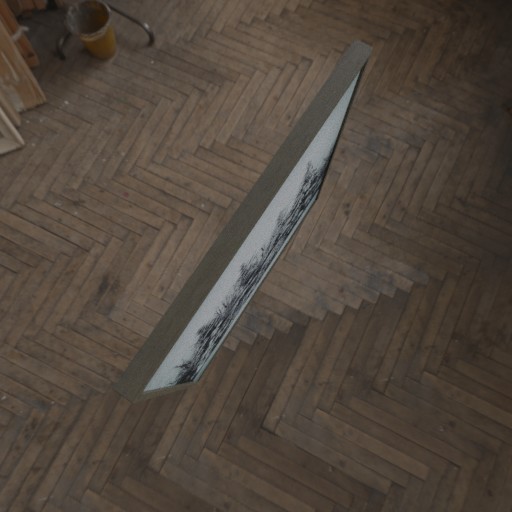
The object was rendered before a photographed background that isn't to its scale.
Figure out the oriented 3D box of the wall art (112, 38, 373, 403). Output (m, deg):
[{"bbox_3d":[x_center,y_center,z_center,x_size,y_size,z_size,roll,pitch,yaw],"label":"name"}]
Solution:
[{"bbox_3d":[0.000,0.000,1.126,0.039,0.758,0.758,32,78,8],"label":"wall art"}]
